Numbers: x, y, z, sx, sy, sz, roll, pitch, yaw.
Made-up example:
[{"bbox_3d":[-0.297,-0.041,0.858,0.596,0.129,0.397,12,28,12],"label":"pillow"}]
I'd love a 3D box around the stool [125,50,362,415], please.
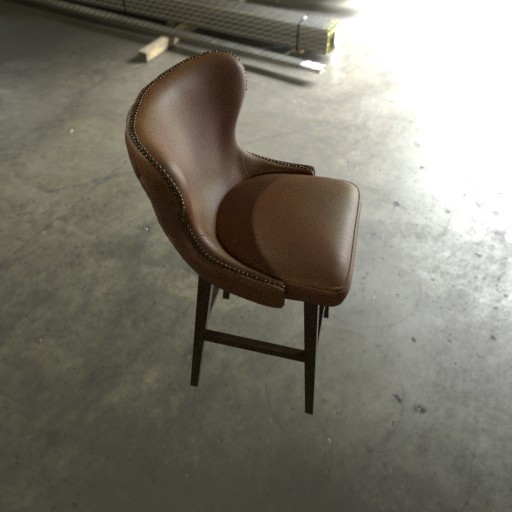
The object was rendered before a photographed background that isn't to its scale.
[{"bbox_3d":[0.000,0.000,1.445,0.606,1.087,0.591,10,48,9],"label":"stool"}]
